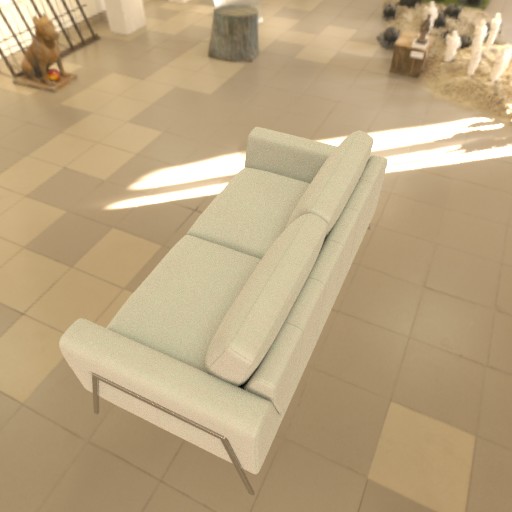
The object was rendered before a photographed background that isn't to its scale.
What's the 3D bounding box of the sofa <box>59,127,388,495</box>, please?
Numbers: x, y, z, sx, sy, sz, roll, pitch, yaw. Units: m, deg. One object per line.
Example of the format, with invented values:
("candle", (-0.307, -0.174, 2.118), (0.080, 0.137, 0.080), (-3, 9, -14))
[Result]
("sofa", (0.000, 0.000, 2.496), (0.953, 0.875, 2.017), (19, 49, 17))
